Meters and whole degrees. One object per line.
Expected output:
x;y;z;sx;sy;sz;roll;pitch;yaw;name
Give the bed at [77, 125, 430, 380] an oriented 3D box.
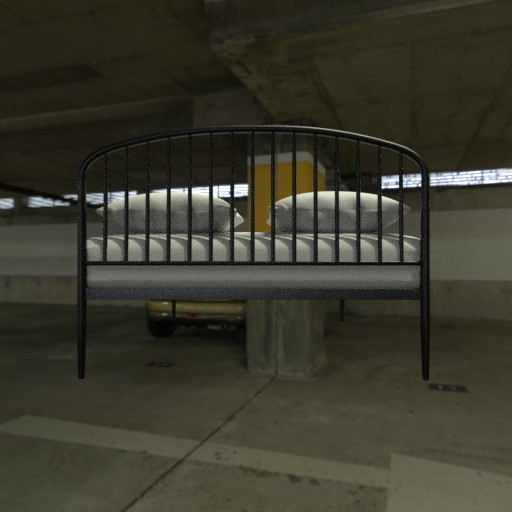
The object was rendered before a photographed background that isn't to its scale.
0.000;0.000;3.091;1.618;1.166;2.159;0;-1;1;bed
